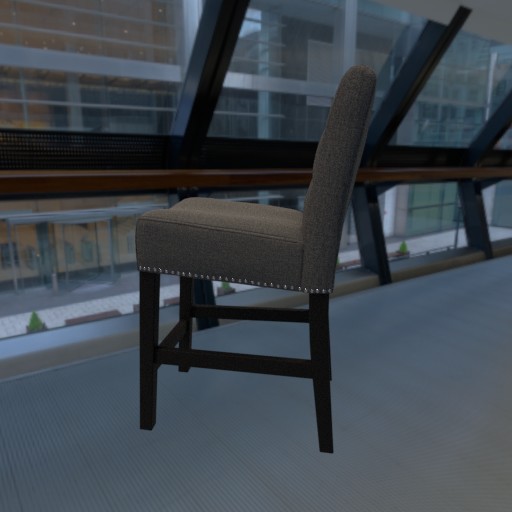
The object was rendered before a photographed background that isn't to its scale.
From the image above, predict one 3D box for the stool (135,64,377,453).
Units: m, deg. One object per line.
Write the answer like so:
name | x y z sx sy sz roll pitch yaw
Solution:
stool | 0.000 0.000 1.196 0.571 0.885 0.427 2 13 8
